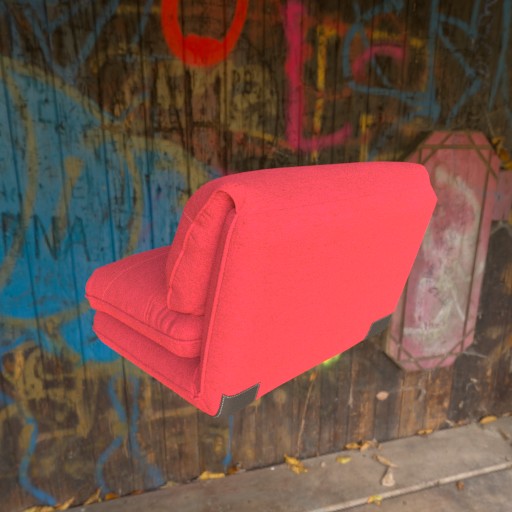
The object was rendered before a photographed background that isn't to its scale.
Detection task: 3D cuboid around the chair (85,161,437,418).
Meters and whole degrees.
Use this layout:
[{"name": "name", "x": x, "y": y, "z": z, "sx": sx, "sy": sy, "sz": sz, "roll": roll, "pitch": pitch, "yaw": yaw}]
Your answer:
[{"name": "chair", "x": 0.000, "y": 0.000, "z": 1.377, "sx": 0.820, "sy": 0.580, "sz": 0.780, "roll": -14, "pitch": 21, "yaw": -42}]
